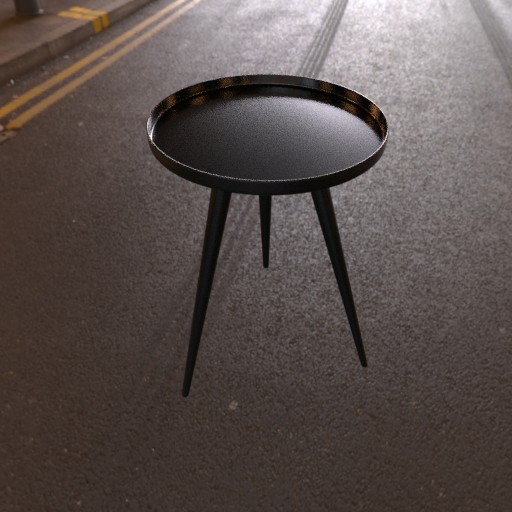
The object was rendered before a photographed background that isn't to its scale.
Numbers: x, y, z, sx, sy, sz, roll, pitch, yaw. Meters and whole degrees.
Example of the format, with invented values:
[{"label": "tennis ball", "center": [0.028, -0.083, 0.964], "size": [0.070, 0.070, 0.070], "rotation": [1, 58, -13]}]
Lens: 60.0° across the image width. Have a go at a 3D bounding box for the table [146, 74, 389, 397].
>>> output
[{"label": "table", "center": [0.000, 0.000, 0.855], "size": [0.415, 0.548, 0.403], "rotation": [-26, 48, -26]}]
